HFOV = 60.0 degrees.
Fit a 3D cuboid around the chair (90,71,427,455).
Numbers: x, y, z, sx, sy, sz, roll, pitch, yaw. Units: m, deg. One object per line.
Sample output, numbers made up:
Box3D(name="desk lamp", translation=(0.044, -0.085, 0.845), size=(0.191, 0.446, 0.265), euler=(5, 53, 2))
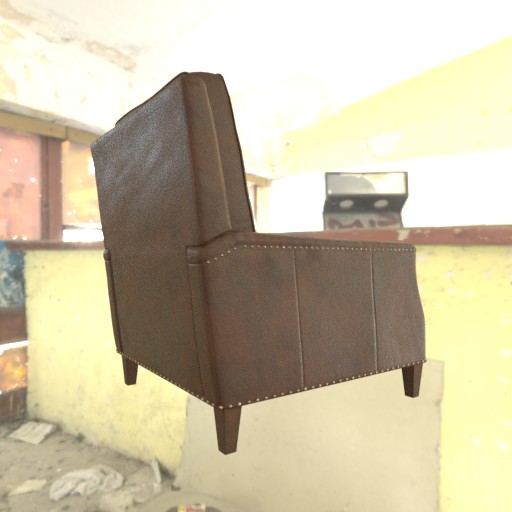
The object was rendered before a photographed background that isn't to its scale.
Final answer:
Box3D(name="chair", translation=(0.000, 0.000, 1.721), size=(1.035, 1.054, 0.854), euler=(0, 0, -35))
